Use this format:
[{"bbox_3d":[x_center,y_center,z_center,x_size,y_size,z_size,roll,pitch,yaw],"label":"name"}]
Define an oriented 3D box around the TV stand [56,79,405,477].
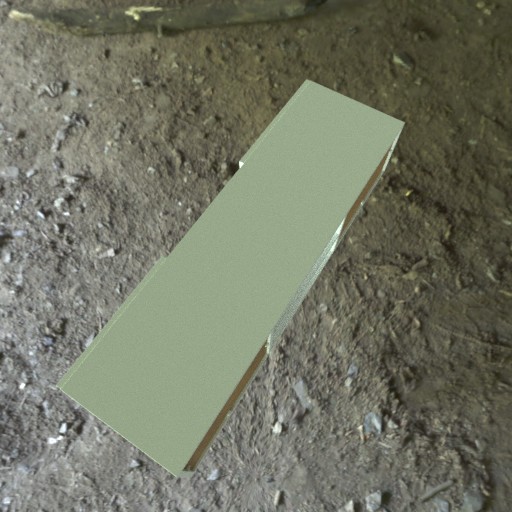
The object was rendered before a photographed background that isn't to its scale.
[{"bbox_3d":[0.000,0.000,1.574,0.420,0.310,1.400,30,67,14],"label":"TV stand"}]
